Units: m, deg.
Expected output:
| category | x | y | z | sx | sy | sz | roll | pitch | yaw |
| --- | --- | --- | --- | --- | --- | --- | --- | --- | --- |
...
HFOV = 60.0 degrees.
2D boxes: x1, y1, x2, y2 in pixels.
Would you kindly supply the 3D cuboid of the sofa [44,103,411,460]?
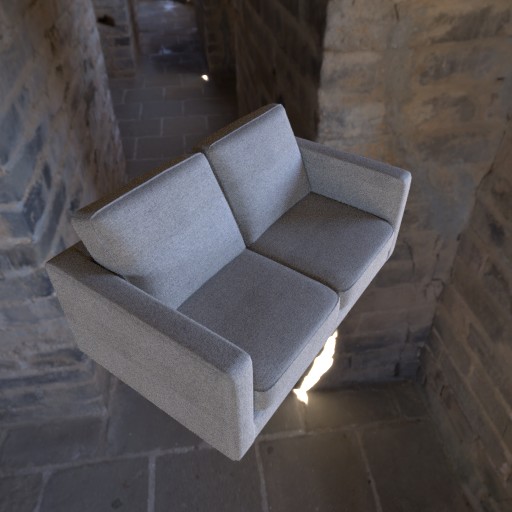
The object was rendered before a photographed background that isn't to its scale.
| category | x | y | z | sx | sy | sz | roll | pitch | yaw |
| --- | --- | --- | --- | --- | --- | --- | --- | --- | --- |
| sofa | 0.000 | 0.000 | 2.162 | 0.969 | 0.973 | 1.527 | 25 | 46 | 26 |
